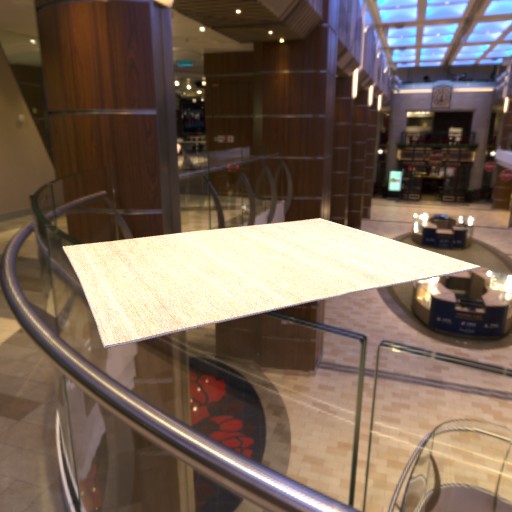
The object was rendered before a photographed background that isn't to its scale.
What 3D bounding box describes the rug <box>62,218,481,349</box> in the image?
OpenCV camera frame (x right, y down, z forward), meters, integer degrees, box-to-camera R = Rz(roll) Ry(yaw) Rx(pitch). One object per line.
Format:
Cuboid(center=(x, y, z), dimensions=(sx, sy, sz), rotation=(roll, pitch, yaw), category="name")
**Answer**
Cuboid(center=(0.000, 0.000, 4.258), dimensions=(3.245, 0.046, 2.467), rotation=(-8, 18, -26), category="rug")
